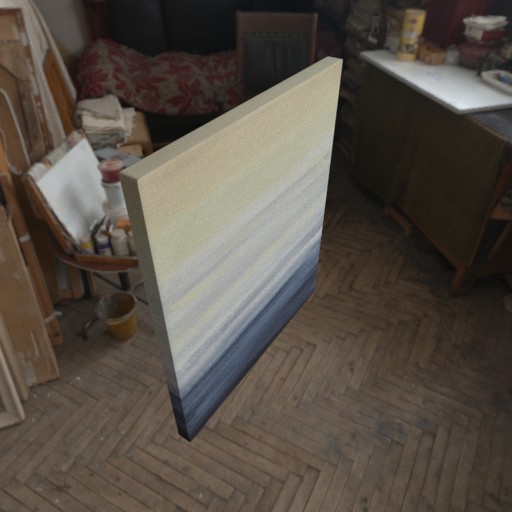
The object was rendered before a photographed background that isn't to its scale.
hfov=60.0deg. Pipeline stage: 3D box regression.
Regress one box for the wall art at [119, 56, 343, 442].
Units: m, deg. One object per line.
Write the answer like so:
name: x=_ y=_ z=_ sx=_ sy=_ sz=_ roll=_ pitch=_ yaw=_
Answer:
wall art: x=0.000 y=0.000 z=1.005 sx=0.041 sy=0.710 sz=0.608 roll=24 pitch=46 yaw=25
